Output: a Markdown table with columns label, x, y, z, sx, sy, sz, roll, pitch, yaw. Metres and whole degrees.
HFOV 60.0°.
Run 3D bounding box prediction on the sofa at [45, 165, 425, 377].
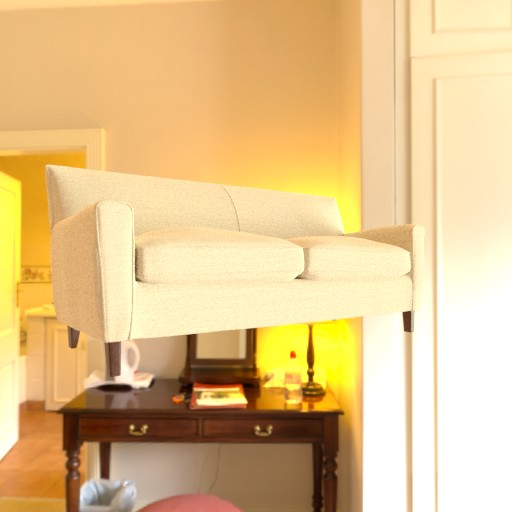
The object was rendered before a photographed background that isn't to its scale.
| label | x | y | z | sx | sy | sz | roll | pitch | yaw |
| --- | --- | --- | --- | --- | --- | --- | --- | --- | --- |
| sofa | 0.000 | 0.000 | 2.440 | 2.001 | 0.907 | 0.841 | 1 | -1 | -35 |
